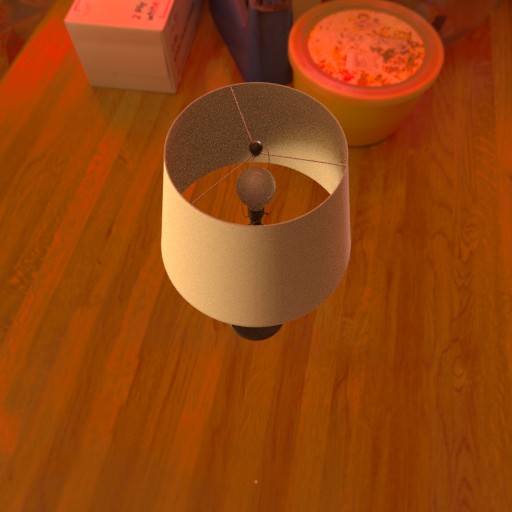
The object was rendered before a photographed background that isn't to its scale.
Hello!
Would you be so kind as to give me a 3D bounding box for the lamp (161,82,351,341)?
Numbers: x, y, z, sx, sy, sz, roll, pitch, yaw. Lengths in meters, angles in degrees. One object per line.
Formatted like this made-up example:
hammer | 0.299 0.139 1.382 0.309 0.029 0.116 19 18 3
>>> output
lamp | 0.000 0.000 0.928 0.363 0.696 0.363 0 63 0
